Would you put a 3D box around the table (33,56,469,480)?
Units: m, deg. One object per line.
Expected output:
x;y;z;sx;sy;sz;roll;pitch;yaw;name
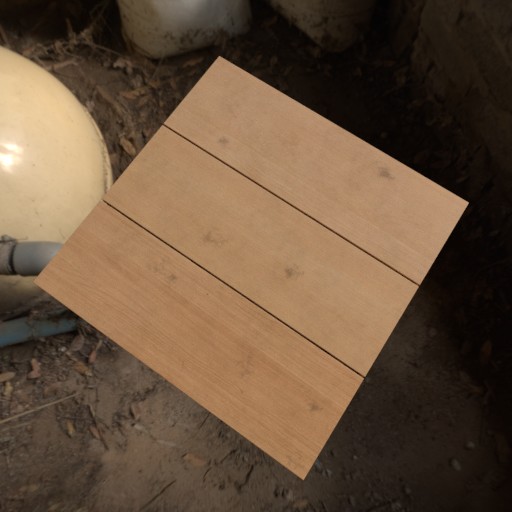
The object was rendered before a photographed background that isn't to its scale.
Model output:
0.000;0.000;1.747;1.100;0.400;1.100;33;78;8;table
